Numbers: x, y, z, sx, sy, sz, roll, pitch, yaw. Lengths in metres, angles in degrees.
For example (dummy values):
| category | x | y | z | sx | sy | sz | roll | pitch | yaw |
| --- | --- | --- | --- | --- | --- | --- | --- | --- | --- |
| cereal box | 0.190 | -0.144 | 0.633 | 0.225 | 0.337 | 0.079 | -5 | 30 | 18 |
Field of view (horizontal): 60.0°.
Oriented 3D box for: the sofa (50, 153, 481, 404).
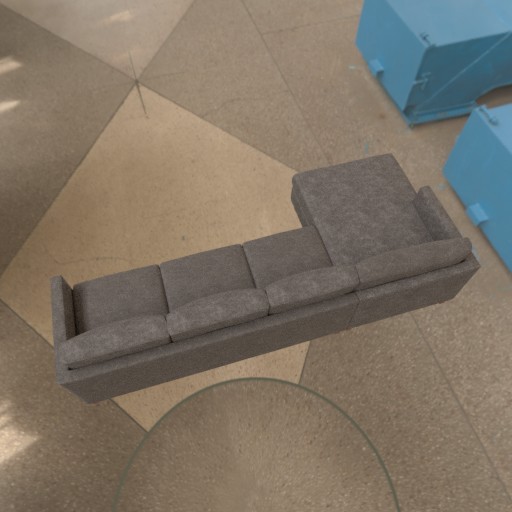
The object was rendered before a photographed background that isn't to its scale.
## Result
| category | x | y | z | sx | sy | sz | roll | pitch | yaw |
| --- | --- | --- | --- | --- | --- | --- | --- | --- | --- |
| sofa | 0.000 | 0.000 | 4.041 | 3.471 | 0.954 | 1.606 | -14 | 60 | -8 |
